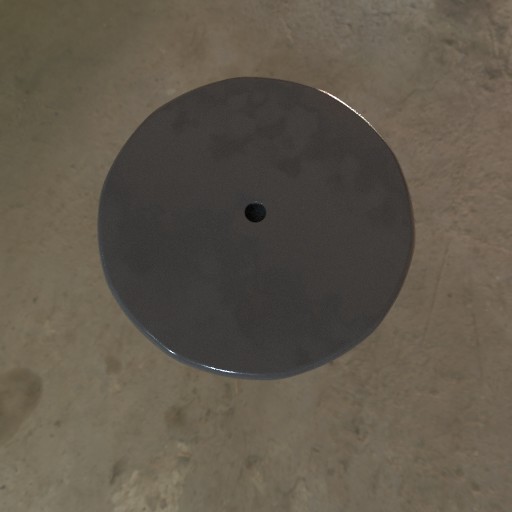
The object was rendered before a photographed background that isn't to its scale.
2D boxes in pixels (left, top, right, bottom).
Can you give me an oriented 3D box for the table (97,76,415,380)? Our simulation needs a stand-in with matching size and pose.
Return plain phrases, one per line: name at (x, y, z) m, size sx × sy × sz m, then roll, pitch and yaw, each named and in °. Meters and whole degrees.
table at (0.000, 0.000, 0.665) m, size 0.352 × 0.387 × 0.352 m, roll 0°, pitch 76°, yaw 0°
